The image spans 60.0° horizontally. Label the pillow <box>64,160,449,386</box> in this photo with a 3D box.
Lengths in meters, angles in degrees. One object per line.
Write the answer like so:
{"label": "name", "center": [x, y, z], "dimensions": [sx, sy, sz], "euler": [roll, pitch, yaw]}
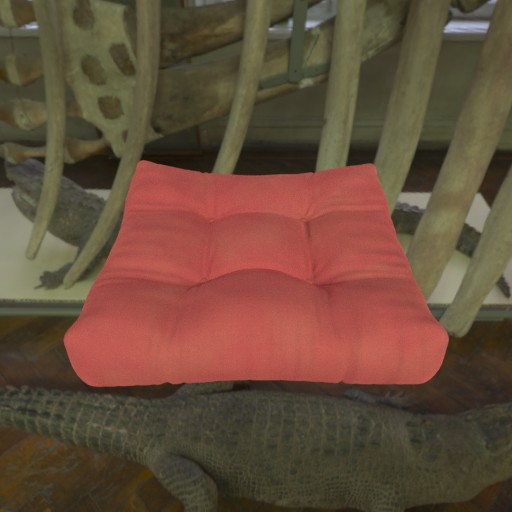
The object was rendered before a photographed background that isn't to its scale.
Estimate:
{"label": "pillow", "center": [0.000, 0.000, 0.741], "dimensions": [0.490, 0.128, 0.468], "euler": [0, 41, 0]}
